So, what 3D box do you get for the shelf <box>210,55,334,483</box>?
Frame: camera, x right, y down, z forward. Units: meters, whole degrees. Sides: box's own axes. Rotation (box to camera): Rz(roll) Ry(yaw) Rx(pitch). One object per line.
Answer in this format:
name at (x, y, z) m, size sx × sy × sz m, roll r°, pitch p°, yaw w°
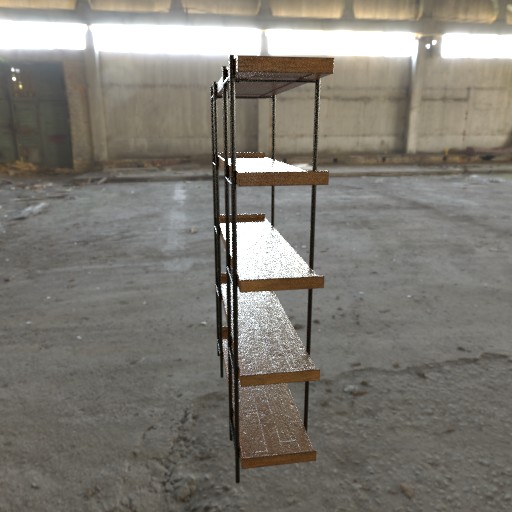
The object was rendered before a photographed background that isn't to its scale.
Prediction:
shelf at (0.000, 0.000, 2.411) m, size 0.379 × 1.826 × 1.371 m, roll -2°, pitch 16°, yaw -8°
